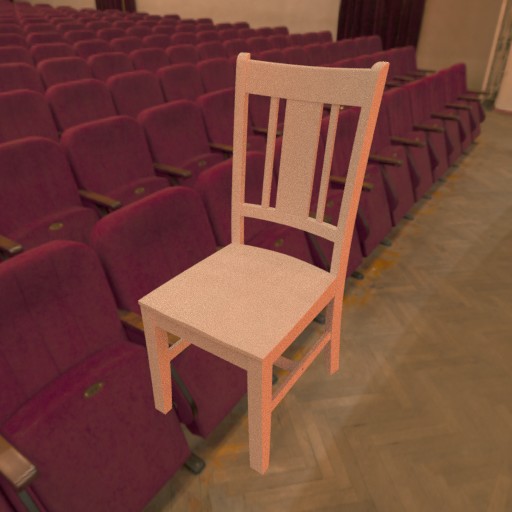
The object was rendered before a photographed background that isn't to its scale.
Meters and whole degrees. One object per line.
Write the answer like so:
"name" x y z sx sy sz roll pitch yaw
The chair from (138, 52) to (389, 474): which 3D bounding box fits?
"chair" 0.000 0.000 1.261 0.450 0.998 0.555 18 34 29
